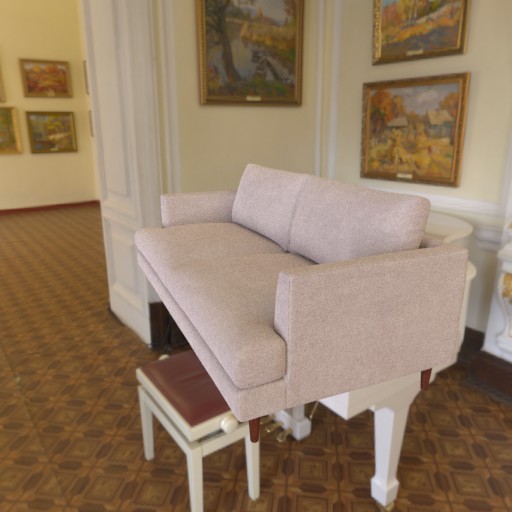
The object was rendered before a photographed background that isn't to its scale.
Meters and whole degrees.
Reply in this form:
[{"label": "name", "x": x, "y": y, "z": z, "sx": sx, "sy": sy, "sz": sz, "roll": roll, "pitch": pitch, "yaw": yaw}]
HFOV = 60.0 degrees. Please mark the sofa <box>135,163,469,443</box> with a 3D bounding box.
[{"label": "sofa", "x": 0.000, "y": 0.000, "z": 2.467, "sx": 1.020, "sy": 0.868, "sz": 1.948, "roll": -7, "pitch": 18, "yaw": -23}]
